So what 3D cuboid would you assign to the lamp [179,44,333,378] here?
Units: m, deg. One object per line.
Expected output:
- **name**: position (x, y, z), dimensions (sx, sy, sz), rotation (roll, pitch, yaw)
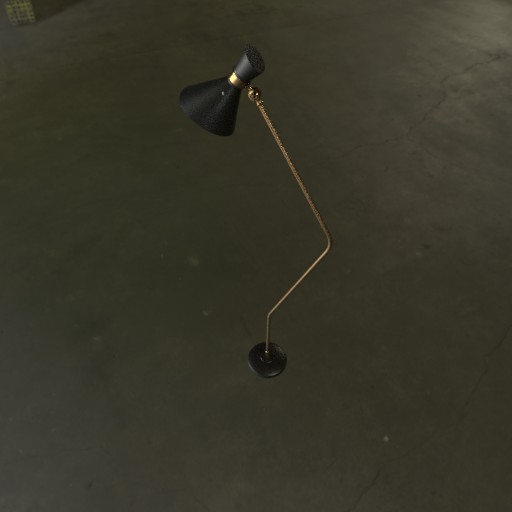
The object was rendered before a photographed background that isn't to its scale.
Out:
- **lamp**: position (0.000, 0.000, 1.610), dimensions (0.277, 1.438, 0.467), rotation (-30, 52, -26)
